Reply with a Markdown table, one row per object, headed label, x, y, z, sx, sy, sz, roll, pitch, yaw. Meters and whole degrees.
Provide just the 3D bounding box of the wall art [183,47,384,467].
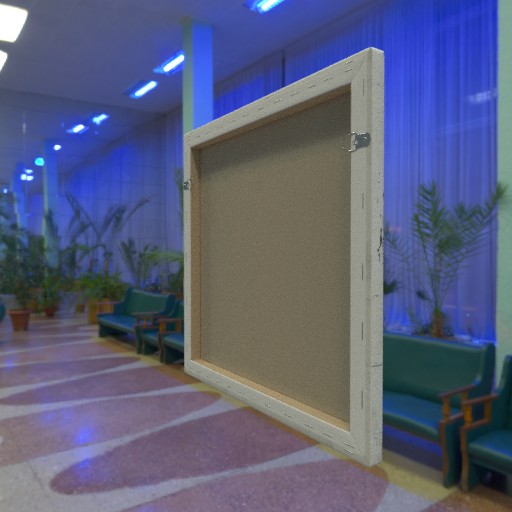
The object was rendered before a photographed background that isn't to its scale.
| label | x | y | z | sx | sy | sz | roll | pitch | yaw |
| --- | --- | --- | --- | --- | --- | --- | --- | --- | --- |
| wall art | 0.000 | 0.000 | 1.115 | 0.038 | 0.762 | 0.762 | -1 | 1 | -35 |
